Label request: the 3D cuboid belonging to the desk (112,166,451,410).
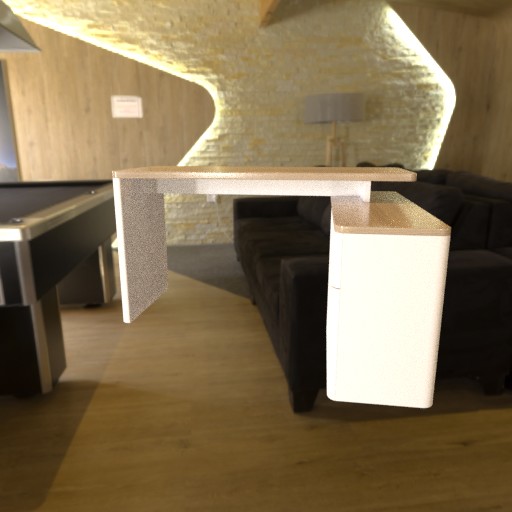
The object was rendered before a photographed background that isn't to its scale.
[{"bbox_3d":[0.000,0.000,2.075,1.400,0.770,1.175,2,14,8],"label":"desk"}]
